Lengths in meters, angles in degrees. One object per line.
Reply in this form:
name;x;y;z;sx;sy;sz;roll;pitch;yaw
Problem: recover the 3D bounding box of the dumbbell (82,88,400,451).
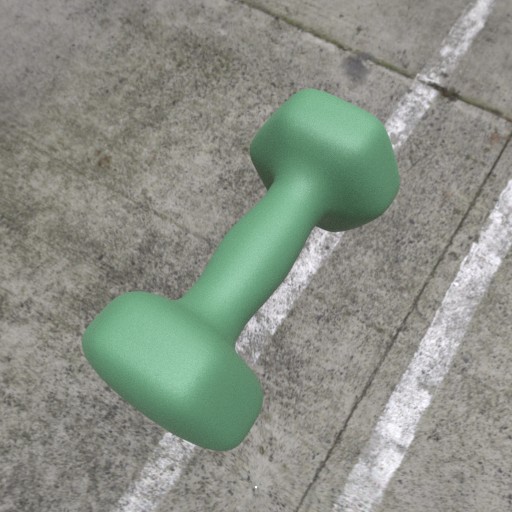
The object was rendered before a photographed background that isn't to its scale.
dumbbell;0.000;0.000;0.320;0.126;0.114;0.257;31;67;15
